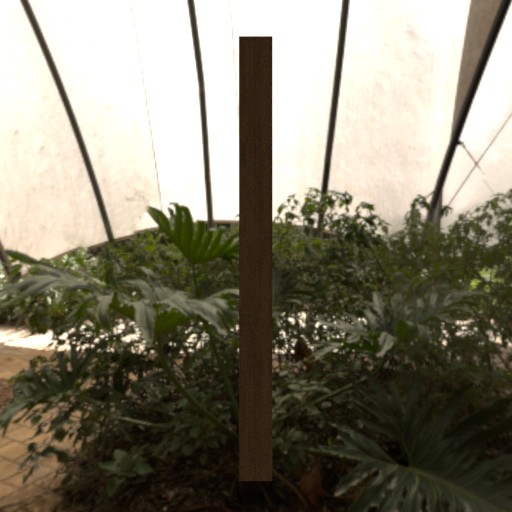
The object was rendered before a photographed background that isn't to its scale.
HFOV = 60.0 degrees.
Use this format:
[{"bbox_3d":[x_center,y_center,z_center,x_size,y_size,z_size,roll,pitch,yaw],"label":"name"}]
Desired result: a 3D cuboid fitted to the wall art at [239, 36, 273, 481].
[{"bbox_3d":[0.000,0.000,0.760,0.038,0.508,0.508,0,1,0],"label":"wall art"}]
